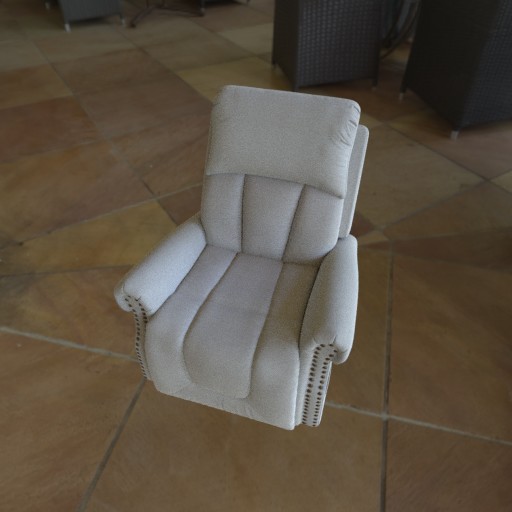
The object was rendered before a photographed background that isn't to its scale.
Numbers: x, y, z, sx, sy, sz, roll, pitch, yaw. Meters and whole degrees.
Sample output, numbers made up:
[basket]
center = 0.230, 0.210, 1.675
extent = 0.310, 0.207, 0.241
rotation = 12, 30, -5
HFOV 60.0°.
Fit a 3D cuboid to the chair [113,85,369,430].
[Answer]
[chair]
center = 0.000, 0.000, 1.800
extent = 0.871, 1.031, 0.979
rotation = 12, 43, 13
